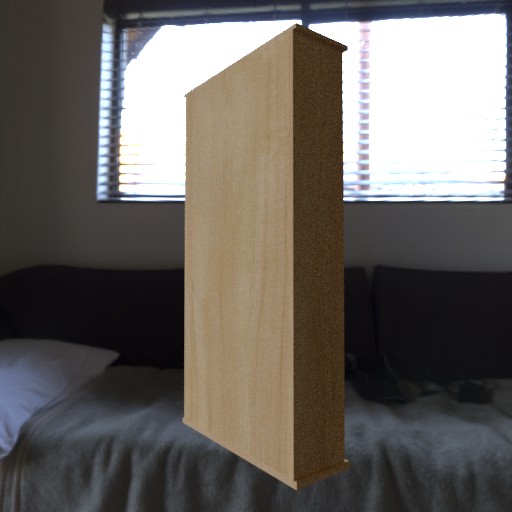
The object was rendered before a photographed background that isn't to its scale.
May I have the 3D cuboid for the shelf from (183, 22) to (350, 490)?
[{"bbox_3d":[0.000,0.000,1.229,0.175,1.030,0.520,1,-1,-37],"label":"shelf"}]
